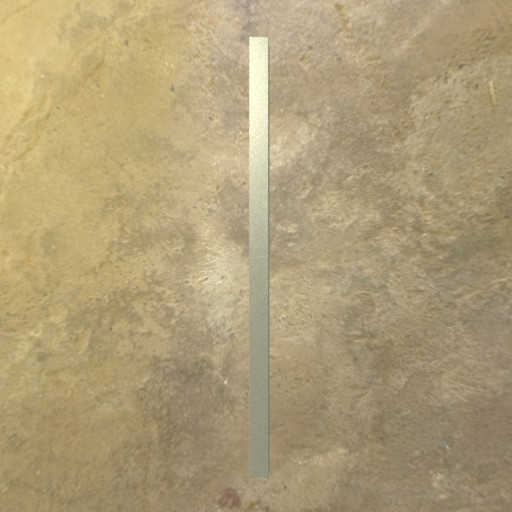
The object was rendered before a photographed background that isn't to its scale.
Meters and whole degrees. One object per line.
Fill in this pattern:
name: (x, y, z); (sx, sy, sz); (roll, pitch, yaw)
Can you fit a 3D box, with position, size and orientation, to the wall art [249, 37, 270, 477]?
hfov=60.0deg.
wall art: (0.000, 0.000, 1.218); (0.038, 0.807, 0.809); (0, 91, -1)
